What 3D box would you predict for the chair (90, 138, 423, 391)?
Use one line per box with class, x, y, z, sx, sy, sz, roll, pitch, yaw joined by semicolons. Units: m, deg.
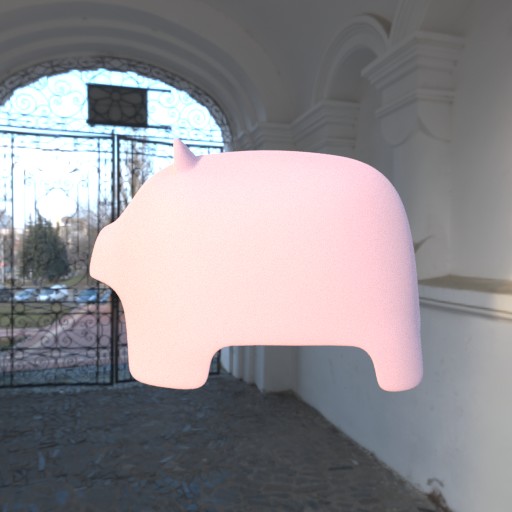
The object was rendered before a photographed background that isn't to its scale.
chair;0.000;0.000;0.868;0.619;0.423;0.364;0;1;0
